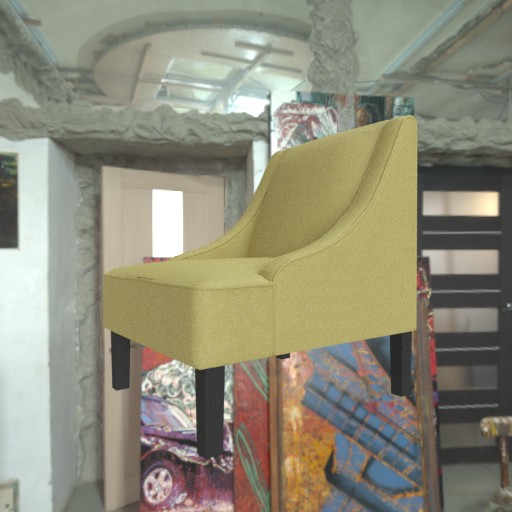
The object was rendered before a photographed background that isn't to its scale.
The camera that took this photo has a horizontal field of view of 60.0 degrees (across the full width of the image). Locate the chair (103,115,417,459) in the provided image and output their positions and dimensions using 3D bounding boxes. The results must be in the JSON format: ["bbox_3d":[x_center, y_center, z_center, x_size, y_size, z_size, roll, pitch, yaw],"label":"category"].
[{"bbox_3d":[0.000,0.000,1.463,0.814,0.896,0.696,-1,1,-36],"label":"chair"}]
